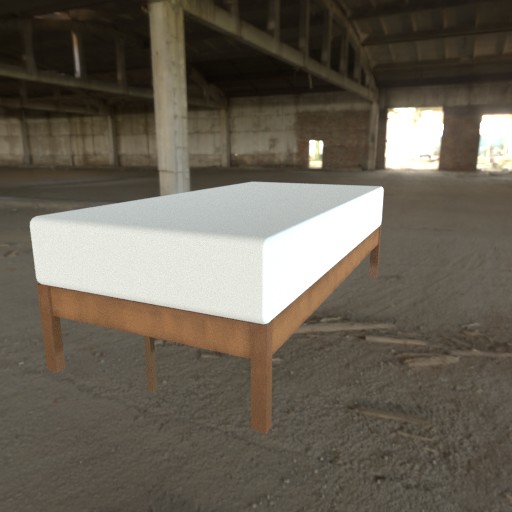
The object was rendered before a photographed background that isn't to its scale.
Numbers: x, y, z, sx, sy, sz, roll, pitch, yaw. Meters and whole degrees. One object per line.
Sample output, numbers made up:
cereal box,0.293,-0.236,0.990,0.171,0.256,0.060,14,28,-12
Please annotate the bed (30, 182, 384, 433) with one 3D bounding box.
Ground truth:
bed,0.000,0.000,2.329,0.961,0.616,1.902,6,15,24
